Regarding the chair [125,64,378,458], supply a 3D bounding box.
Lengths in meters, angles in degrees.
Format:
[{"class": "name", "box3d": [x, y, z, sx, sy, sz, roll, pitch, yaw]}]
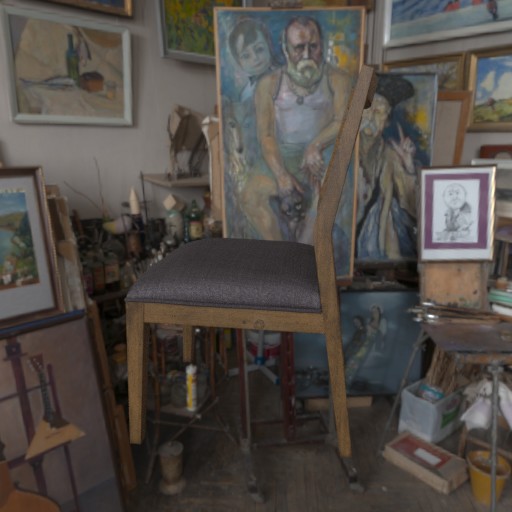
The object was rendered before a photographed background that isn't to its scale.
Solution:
[{"class": "chair", "box3d": [0.000, 0.000, 1.266, 0.610, 0.939, 0.501, 2, 14, 9]}]
